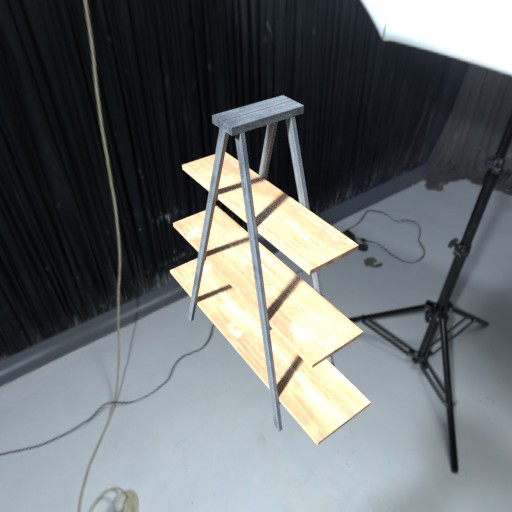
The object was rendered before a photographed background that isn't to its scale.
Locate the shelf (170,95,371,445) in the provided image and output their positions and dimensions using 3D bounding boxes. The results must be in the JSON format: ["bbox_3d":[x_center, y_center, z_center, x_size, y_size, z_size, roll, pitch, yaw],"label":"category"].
[{"bbox_3d":[0.000,0.000,2.658,0.508,1.808,1.746,-25,47,-26],"label":"shelf"}]
